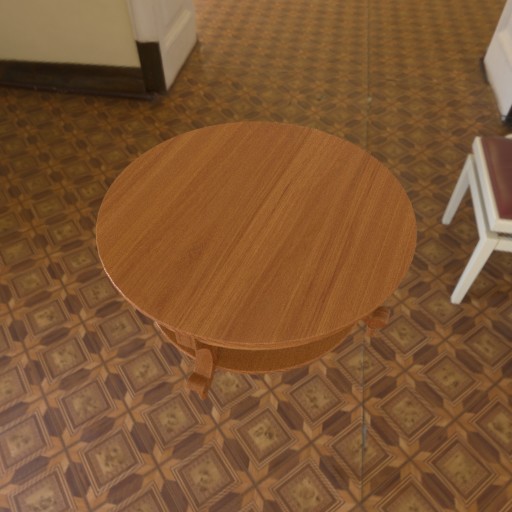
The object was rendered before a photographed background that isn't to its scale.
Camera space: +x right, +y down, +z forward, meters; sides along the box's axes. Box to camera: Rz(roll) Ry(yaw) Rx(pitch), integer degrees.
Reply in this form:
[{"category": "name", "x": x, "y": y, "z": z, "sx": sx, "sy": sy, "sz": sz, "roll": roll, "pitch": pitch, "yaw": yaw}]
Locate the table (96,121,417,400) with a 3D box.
[{"category": "table", "x": 0.000, "y": 0.000, "z": 1.634, "sx": 1.029, "sy": 0.490, "sz": 1.029, "roll": 0, "pitch": 48, "yaw": 0}]
